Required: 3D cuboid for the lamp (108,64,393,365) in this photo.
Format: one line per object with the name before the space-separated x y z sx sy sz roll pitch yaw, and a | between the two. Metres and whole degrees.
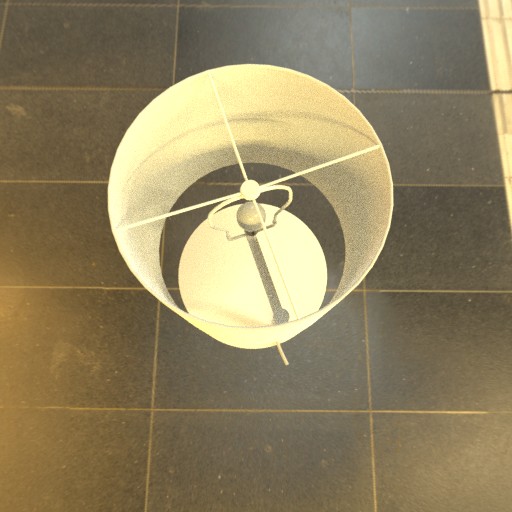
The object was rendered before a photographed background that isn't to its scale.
lamp | 0.000 0.000 0.680 0.299 0.454 0.341 -18 76 -5
